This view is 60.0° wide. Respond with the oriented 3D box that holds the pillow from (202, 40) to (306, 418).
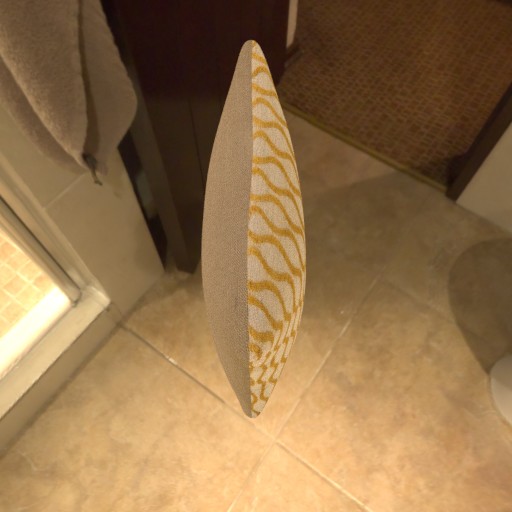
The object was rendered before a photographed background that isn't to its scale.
[{"bbox_3d":[0.000,0.000,0.679,0.159,0.436,0.429,-1,62,-1],"label":"pillow"}]
